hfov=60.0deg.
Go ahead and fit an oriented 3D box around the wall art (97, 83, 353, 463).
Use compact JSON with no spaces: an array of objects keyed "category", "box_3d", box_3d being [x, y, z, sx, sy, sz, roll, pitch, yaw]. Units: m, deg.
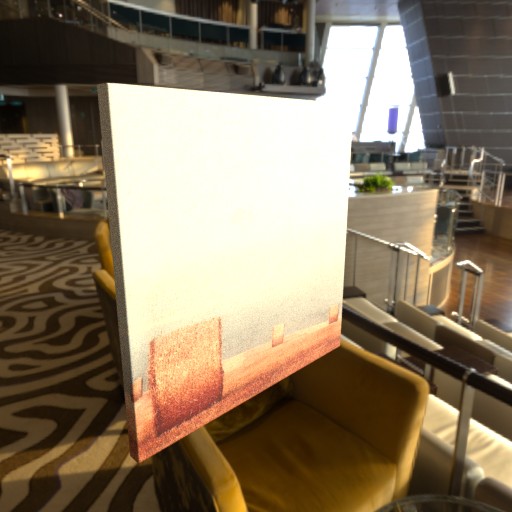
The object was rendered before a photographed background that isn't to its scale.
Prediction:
[{"category":"wall art","box_3d":[0.000,0.000,0.891,0.034,0.605,0.605,14,21,42]}]
